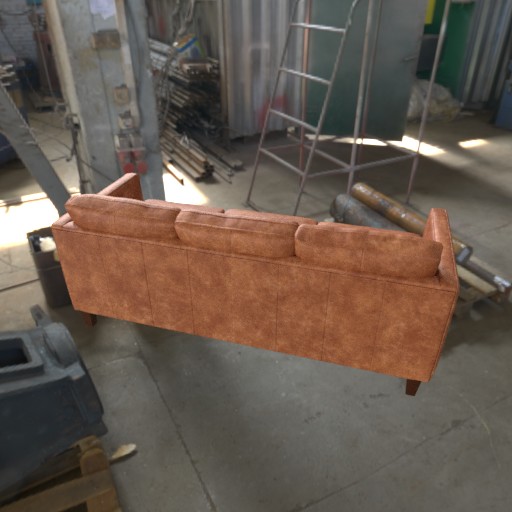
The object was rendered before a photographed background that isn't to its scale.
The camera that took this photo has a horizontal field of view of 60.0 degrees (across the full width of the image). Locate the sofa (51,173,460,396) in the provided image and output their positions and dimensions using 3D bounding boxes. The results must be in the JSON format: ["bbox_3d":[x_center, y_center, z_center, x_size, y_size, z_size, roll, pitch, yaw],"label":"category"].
[{"bbox_3d":[0.000,0.000,3.102,2.464,1.006,1.045,9,32,14],"label":"sofa"}]
